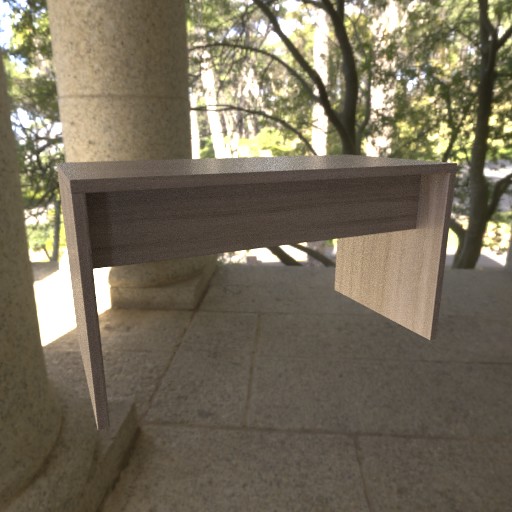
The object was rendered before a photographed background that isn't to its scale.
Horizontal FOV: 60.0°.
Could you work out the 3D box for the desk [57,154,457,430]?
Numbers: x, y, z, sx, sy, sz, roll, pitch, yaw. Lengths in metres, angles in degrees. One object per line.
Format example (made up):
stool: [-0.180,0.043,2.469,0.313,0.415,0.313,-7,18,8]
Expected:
desk: [0.000,0.000,1.807,1.380,0.745,0.690,-8,17,-25]
